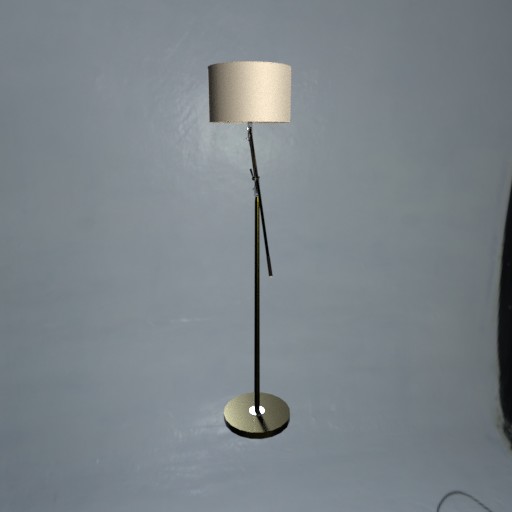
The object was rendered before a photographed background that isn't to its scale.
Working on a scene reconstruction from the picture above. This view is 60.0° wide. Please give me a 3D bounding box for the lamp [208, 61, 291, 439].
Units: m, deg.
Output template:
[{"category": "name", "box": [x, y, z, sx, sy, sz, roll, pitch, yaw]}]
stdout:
[{"category": "lamp", "box": [0.000, 0.000, 1.988, 0.373, 1.635, 0.809, -2, 16, -7]}]
